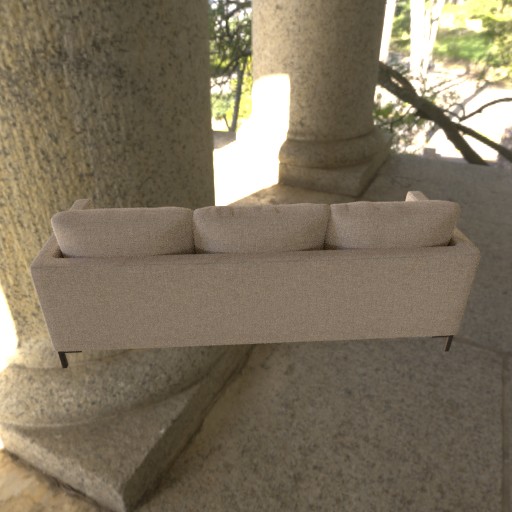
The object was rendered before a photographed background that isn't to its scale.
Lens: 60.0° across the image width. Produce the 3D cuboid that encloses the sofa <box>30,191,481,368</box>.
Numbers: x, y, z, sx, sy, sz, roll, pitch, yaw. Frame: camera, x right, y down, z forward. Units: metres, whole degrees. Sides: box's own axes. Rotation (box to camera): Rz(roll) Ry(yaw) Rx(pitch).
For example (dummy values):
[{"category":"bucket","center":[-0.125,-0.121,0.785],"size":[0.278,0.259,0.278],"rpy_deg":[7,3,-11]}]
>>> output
[{"category":"sofa","center":[0.000,0.000,2.622],"size":[2.218,0.874,0.859],"rpy_deg":[-2,31,-3]}]
